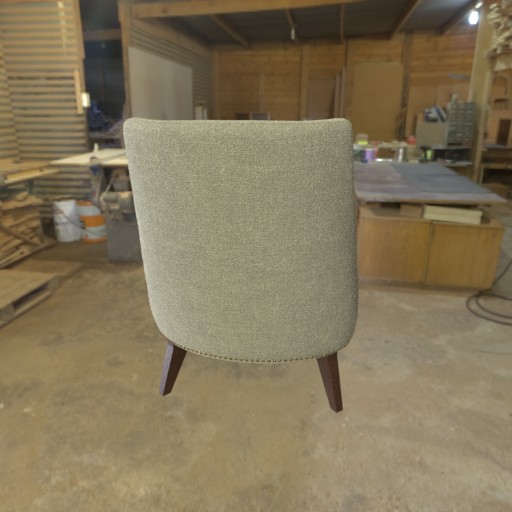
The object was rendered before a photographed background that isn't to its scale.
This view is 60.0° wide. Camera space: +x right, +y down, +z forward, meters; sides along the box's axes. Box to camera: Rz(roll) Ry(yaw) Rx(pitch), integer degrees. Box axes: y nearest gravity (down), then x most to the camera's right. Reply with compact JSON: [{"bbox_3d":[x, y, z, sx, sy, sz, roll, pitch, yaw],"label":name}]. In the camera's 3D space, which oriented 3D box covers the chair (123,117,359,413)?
[{"bbox_3d":[0.000,0.000,1.506,0.701,0.909,0.861,3,19,8],"label":"chair"}]
